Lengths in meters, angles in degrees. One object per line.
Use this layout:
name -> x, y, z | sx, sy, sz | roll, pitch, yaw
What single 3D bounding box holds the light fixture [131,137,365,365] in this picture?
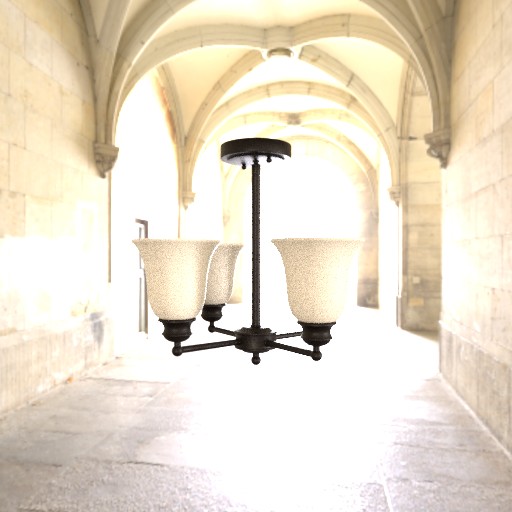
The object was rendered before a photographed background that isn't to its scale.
light fixture -> 0.000, 0.000, 1.880 | 1.069, 0.925, 1.069 | 0, 0, -36
